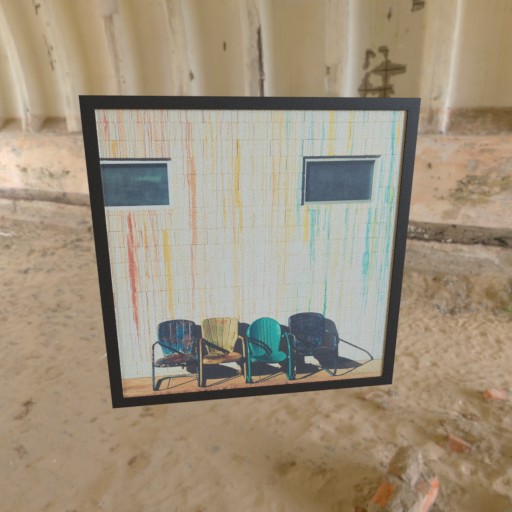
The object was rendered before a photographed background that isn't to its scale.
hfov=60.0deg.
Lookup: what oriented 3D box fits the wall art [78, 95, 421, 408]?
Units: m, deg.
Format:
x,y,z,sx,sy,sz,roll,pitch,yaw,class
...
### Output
x,y,z,sx,sy,sz,roll,pitch,yaw,class
0.000,0.000,0.451,0.304,0.304,0.038,-2,17,-8,wall art
